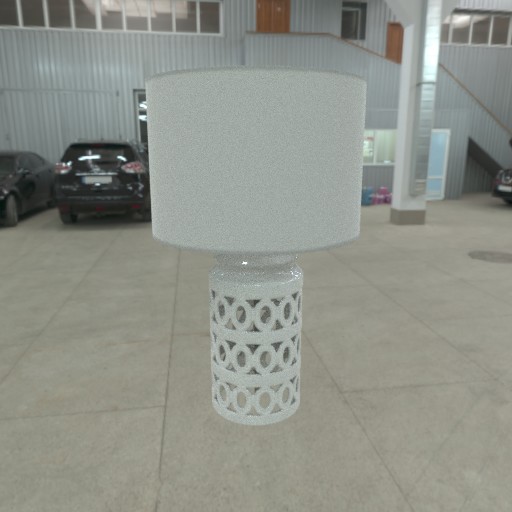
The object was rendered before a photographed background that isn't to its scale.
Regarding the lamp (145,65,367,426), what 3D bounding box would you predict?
[{"bbox_3d":[0.000,0.000,0.689,0.310,0.502,0.310,0,14,0],"label":"lamp"}]
